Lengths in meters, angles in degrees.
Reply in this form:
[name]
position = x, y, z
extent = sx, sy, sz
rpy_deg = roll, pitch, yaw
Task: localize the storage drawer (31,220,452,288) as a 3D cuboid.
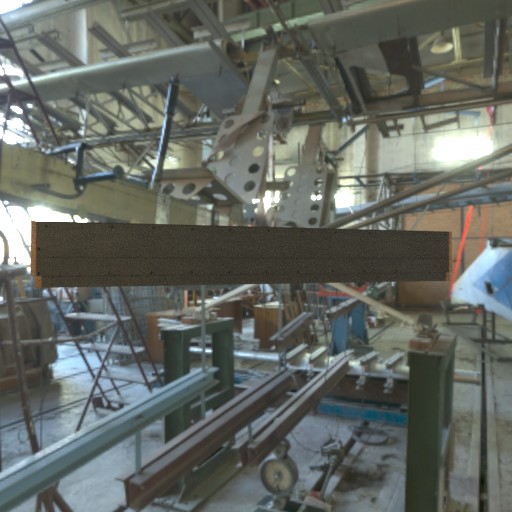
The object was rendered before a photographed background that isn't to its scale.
[storage drawer]
position = 0.000, 0.000, 2.305
extent = 2.032, 0.264, 0.538
rpy_deg = 0, -1, -18
